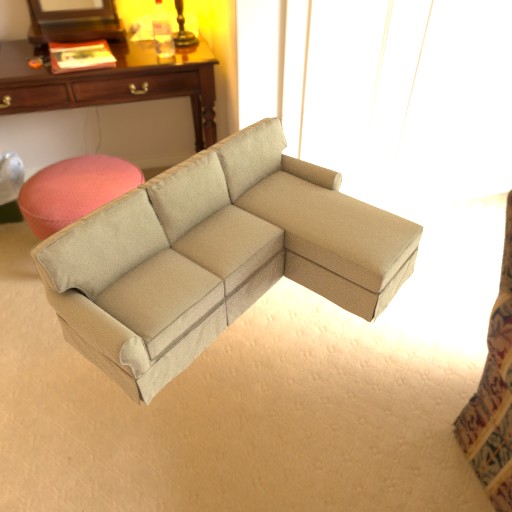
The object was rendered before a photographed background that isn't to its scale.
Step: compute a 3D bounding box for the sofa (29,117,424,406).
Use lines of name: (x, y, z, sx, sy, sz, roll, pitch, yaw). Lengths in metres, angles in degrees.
sofa: (0.000, 0.000, 3.275, 1.733, 0.978, 2.475, 28, 49, 28)
